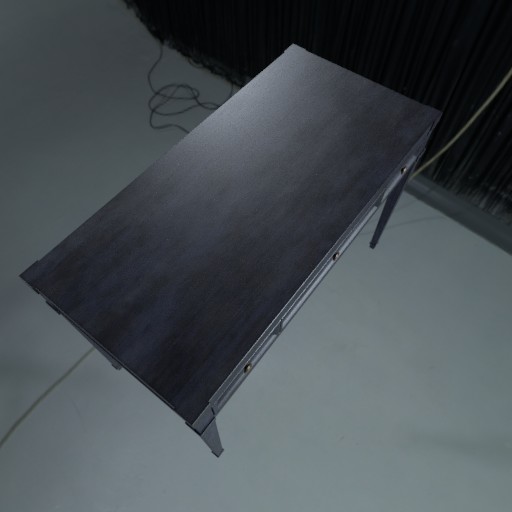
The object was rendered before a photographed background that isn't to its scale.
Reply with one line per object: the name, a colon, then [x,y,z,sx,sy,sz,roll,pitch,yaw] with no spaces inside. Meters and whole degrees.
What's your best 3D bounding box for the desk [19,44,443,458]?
desk: [0.000,0.000,1.730,0.630,0.861,1.289,33,65,18]
